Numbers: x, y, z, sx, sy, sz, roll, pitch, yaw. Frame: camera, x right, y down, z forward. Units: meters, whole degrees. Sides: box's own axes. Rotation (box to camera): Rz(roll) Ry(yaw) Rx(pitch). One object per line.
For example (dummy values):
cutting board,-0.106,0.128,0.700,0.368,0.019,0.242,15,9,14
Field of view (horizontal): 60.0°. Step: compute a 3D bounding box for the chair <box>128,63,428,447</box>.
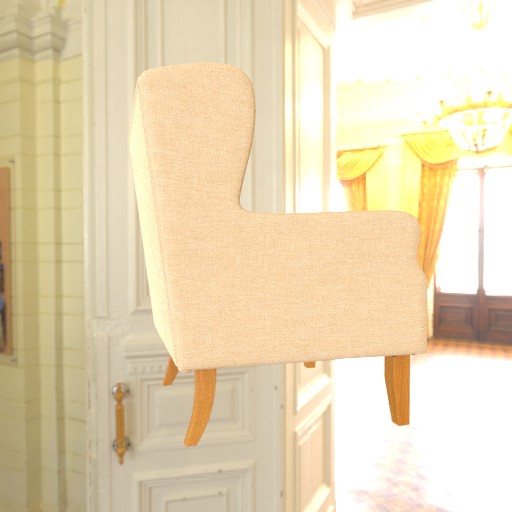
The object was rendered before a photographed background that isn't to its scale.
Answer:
chair,0.000,0.000,1.417,0.760,0.930,0.710,0,2,-18
